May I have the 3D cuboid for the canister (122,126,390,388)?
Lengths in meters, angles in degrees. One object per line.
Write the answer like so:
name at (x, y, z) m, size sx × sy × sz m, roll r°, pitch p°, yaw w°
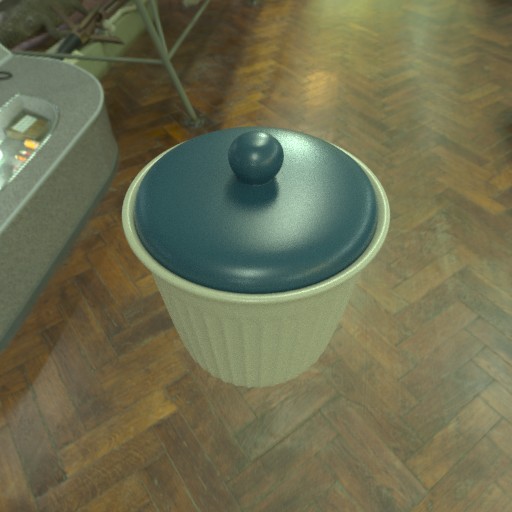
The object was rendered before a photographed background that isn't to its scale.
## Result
canister at (0.000, 0.000, 0.347) m, size 0.181 × 0.211 × 0.181 m, roll 0°, pitch 46°, yaw 0°
